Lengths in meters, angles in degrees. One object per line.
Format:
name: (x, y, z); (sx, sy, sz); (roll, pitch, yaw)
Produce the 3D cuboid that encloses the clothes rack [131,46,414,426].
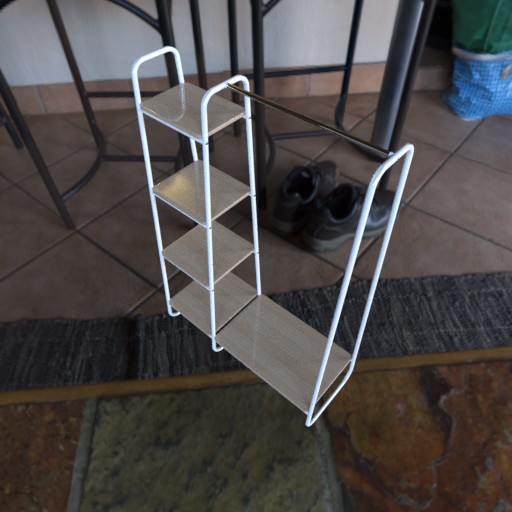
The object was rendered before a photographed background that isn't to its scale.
clothes rack: (0.000, 0.000, 1.950); (1.011, 1.500, 0.400); (33, 55, 27)
